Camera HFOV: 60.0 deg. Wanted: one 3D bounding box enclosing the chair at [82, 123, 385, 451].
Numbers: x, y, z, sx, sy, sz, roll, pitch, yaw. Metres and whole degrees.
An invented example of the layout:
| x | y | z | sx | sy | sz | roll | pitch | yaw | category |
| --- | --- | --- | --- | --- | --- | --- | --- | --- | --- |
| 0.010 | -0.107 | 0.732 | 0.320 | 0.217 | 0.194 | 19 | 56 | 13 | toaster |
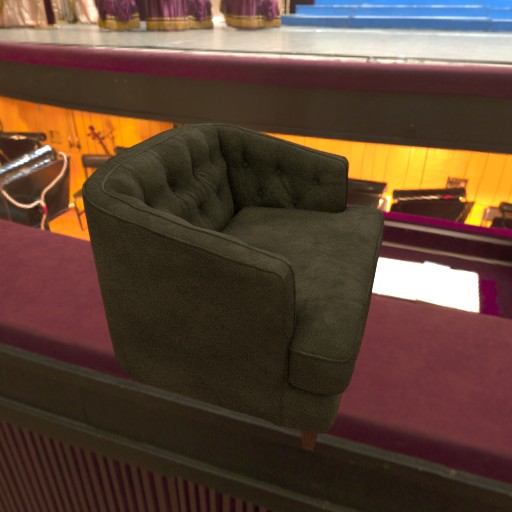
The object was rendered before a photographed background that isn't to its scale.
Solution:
| x | y | z | sx | sy | sz | roll | pitch | yaw | category |
| --- | --- | --- | --- | --- | --- | --- | --- | --- | --- |
| 0.000 | 0.000 | 1.782 | 0.941 | 0.852 | 1.104 | 10 | 31 | 16 | chair |
